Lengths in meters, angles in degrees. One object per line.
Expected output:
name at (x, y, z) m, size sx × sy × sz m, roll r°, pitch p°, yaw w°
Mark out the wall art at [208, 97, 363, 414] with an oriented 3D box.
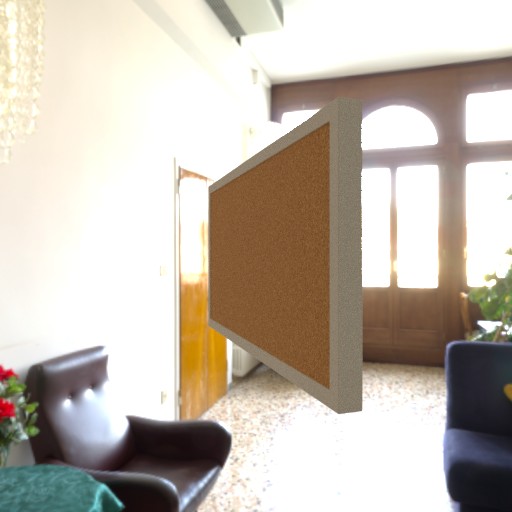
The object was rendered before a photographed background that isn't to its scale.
wall art at (0.000, 0.000, 0.992) m, size 0.038 × 0.431 × 0.812 m, roll 0°, pitch 0°, yaw -19°
